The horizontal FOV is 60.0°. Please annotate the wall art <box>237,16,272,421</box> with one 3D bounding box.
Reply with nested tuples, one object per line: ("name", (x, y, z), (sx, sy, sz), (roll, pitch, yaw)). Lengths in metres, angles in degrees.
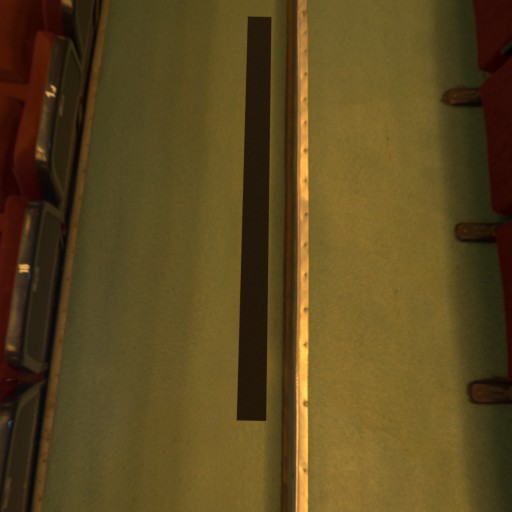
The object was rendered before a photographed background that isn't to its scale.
("wall art", (0.000, 0.000, 0.750), (0.029, 0.559, 0.457), (1, 77, 0))
